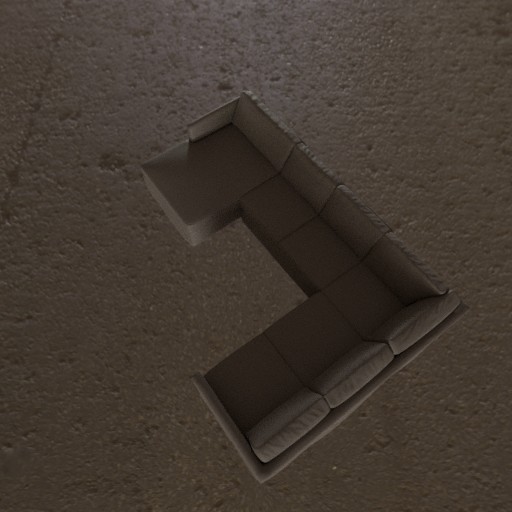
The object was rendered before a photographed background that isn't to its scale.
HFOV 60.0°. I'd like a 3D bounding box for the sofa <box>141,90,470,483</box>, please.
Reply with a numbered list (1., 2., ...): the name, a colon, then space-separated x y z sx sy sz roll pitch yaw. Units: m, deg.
1. sofa: 0.000 0.000 4.619 2.476 0.878 3.528 -33 68 -16
